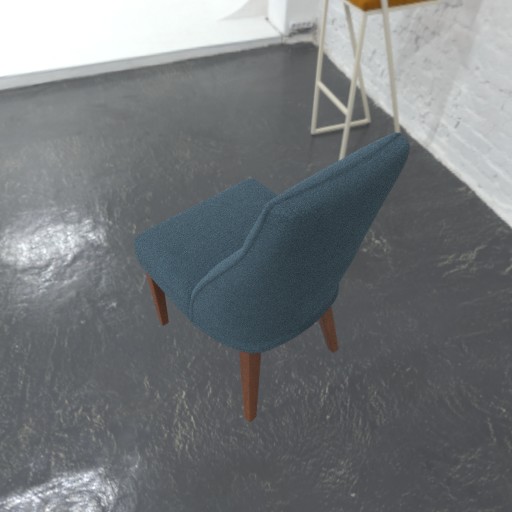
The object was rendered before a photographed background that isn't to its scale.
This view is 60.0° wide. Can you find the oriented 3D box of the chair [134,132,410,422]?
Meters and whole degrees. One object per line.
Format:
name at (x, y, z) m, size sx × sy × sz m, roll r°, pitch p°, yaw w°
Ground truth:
chair at (0.000, 0.000, 1.309) m, size 0.500 × 0.930 × 0.620 m, roll -32°, pitch 54°, yaw -26°
